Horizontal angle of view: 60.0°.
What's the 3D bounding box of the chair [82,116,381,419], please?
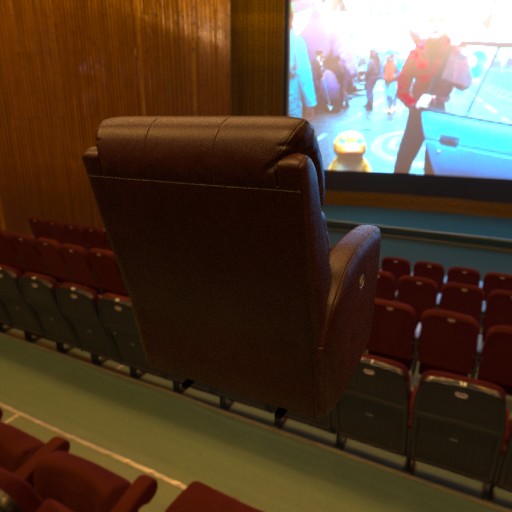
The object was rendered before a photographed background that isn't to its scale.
[{"bbox_3d":[0.000,0.000,1.692,0.787,1.016,0.939,9,19,26],"label":"chair"}]
